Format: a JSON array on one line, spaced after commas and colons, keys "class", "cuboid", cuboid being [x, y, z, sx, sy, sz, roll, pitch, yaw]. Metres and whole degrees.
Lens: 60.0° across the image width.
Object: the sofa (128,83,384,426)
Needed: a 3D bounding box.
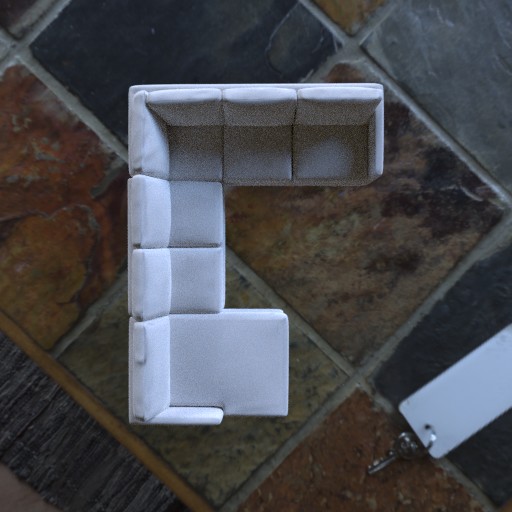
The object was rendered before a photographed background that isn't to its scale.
[{"class": "sofa", "cuboid": [0.000, 0.000, 4.691, 2.593, 0.956, 3.459, 0, 91, 1]}]
